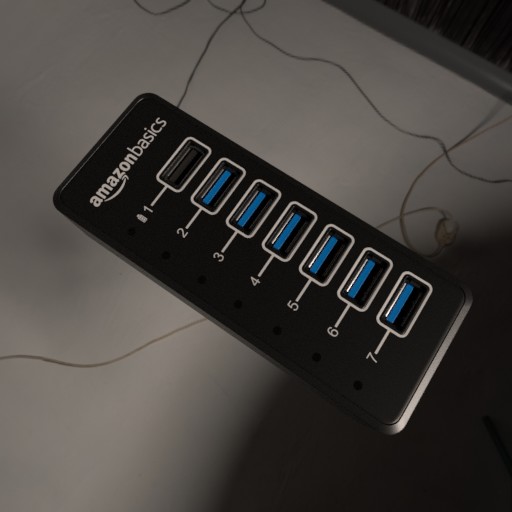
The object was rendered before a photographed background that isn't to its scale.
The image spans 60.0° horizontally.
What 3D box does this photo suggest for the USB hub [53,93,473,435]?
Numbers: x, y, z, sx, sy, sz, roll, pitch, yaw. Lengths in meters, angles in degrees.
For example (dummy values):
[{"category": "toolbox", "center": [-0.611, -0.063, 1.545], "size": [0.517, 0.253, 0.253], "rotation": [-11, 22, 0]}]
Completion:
[{"category": "USB hub", "center": [0.000, 0.000, 0.128], "size": [0.110, 0.023, 0.044], "rotation": [33, 77, 9]}]
